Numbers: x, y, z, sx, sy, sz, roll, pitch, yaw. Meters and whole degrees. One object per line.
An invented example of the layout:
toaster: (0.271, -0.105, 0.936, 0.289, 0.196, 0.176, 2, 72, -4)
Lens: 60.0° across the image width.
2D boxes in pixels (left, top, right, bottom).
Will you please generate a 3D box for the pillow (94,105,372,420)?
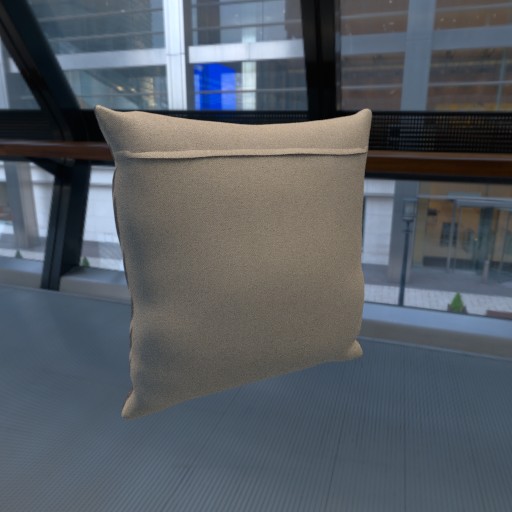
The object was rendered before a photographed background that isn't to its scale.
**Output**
pillow: (0.000, 0.000, 0.681, 0.440, 0.441, 0.182, -8, 17, -27)
